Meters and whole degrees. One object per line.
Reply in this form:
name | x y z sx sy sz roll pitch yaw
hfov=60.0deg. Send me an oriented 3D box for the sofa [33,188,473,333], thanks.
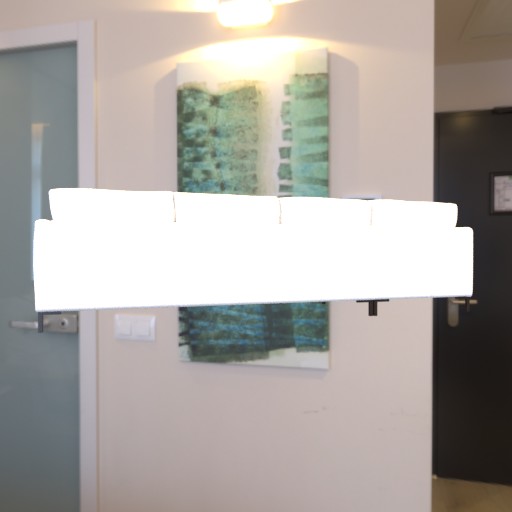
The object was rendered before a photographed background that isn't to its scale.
sofa | 0.000 0.000 3.710 3.186 0.875 1.467 0 1 -17
